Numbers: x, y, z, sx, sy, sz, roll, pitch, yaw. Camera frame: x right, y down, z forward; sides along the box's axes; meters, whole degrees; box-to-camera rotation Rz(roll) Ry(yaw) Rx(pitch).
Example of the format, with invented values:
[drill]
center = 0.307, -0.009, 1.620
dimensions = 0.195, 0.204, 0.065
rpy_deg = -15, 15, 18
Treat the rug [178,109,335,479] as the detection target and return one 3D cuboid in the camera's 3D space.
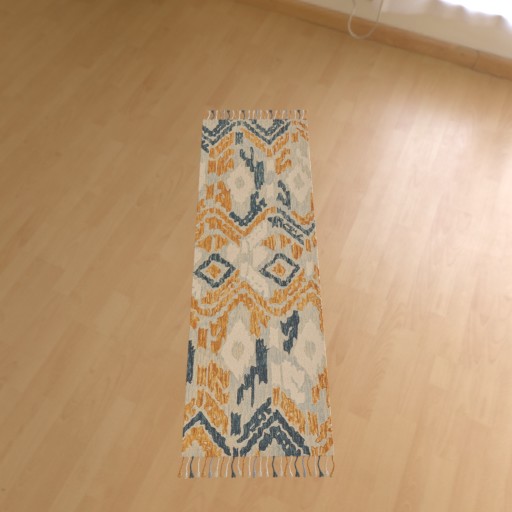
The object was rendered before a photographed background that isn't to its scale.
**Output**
[rug]
center = 0.000, 0.000, 2.718
dimensions = 0.783, 0.010, 2.437
rpy_deg = 0, 63, 0
